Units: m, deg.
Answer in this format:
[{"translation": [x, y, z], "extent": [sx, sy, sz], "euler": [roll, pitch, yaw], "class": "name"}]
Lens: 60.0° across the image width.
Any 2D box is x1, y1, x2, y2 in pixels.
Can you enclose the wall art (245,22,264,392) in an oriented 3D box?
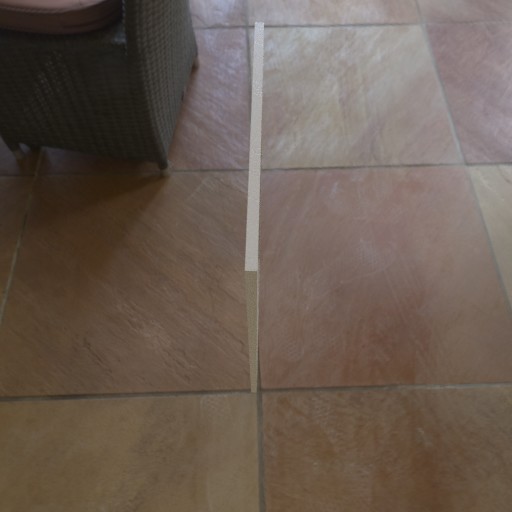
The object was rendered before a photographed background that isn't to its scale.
[{"translation": [0.000, 0.000, 0.833], "extent": [0.013, 0.683, 0.380], "euler": [1, 63, 1], "class": "wall art"}]
